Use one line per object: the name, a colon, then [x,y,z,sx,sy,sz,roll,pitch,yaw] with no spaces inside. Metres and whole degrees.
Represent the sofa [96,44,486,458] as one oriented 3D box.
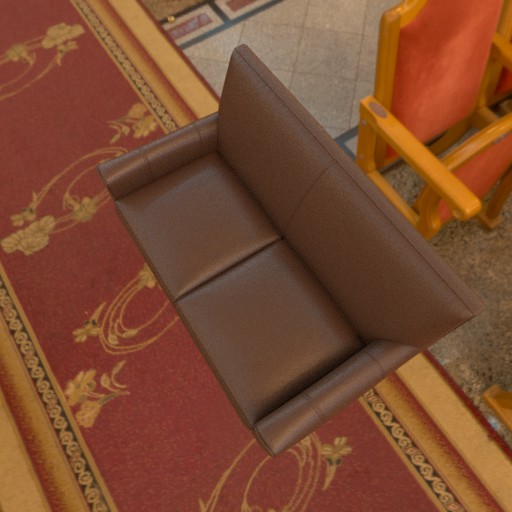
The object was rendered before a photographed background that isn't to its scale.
sofa: [0.000,0.000,1.985,0.853,0.859,1.468,-31,68,-14]
